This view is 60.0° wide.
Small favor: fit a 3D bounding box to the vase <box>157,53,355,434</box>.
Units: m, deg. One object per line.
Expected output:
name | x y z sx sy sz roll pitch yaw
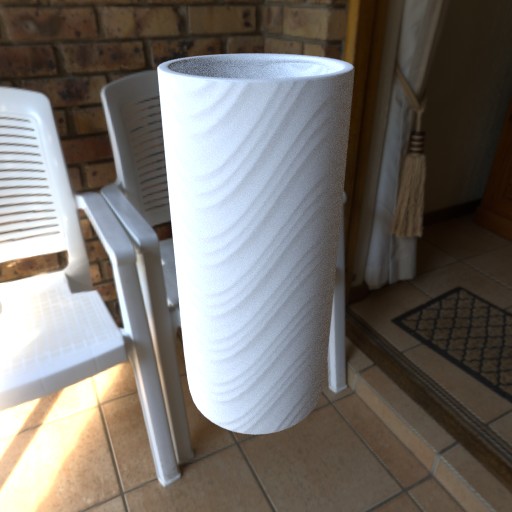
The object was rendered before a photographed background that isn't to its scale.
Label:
vase | 0.000 0.000 0.394 0.143 0.316 0.143 0 30 0
